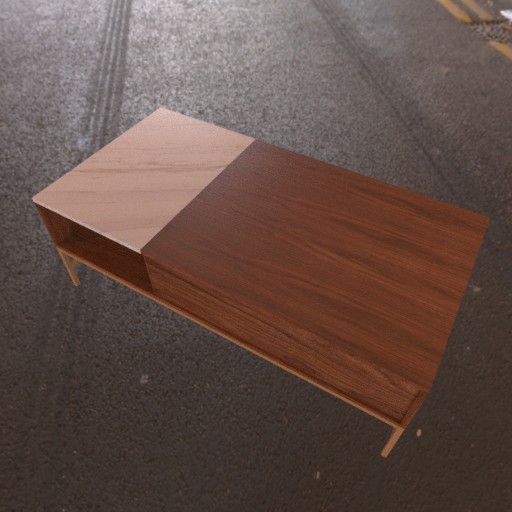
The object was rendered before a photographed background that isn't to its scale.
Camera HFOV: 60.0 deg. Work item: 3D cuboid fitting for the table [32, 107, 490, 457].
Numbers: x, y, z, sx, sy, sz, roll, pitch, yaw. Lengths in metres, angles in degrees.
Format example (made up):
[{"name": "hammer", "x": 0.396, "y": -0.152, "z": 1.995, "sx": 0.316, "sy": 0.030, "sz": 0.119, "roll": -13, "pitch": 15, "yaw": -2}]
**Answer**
[{"name": "table", "x": 0.000, "y": 0.000, "z": 1.887, "sx": 1.553, "sy": 0.551, "sz": 0.789, "roll": 24, "pitch": 52, "yaw": 20}]
